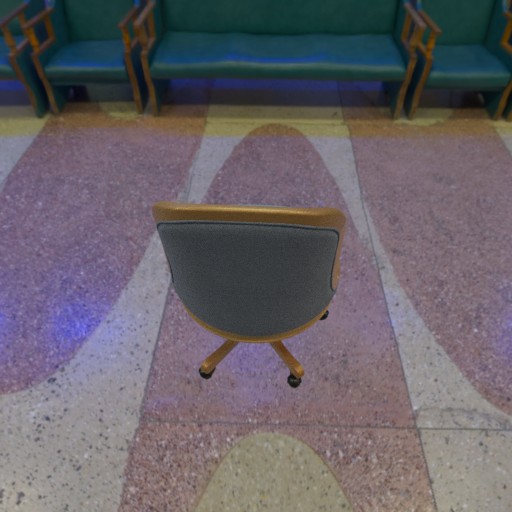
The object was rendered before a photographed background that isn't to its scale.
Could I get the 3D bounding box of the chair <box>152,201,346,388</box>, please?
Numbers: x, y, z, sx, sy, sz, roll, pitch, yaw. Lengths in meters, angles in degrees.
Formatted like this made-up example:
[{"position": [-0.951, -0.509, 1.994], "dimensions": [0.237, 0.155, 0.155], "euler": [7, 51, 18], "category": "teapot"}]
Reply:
[{"position": [0.000, 0.000, 1.461], "dimensions": [0.605, 1.031, 0.735], "euler": [2, 47, 2], "category": "chair"}]
